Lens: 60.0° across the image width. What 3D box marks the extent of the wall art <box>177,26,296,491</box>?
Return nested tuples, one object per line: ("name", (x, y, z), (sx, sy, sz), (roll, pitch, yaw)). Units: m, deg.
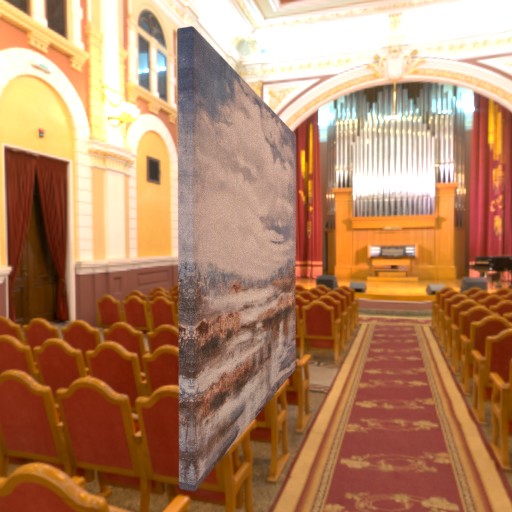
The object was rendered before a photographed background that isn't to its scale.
("wall art", (0.000, 0.000, 1.453), (0.040, 1.020, 1.010), (1, 2, 18))
